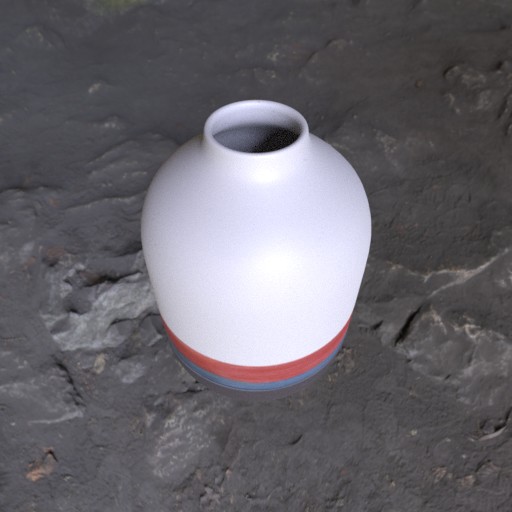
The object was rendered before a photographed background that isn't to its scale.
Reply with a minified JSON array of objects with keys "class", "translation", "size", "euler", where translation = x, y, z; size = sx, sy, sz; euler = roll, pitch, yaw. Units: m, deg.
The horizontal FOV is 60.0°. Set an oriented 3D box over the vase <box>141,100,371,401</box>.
[{"class":"vase","translation":[0.000,0.000,0.357],"size":[0.169,0.237,0.169],"euler":[0,48,0]}]
